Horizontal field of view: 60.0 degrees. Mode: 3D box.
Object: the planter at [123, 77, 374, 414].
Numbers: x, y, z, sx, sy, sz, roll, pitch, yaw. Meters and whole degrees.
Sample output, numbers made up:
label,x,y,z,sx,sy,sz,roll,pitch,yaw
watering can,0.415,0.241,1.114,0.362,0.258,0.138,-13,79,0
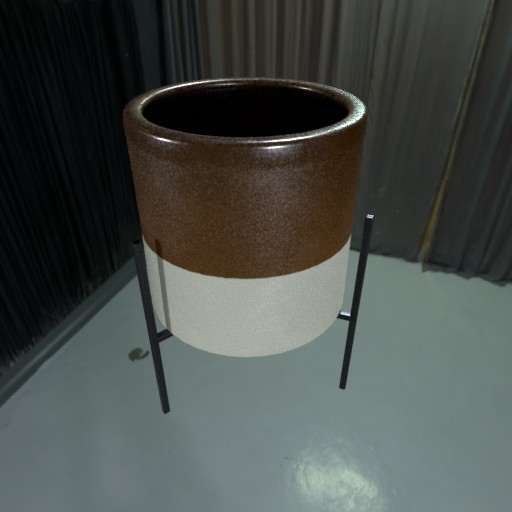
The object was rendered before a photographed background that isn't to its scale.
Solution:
label,x,y,z,sx,sy,sz,roll,pitch,yaw
planter,0.000,0.000,0.555,0.269,0.375,0.255,11,35,16
